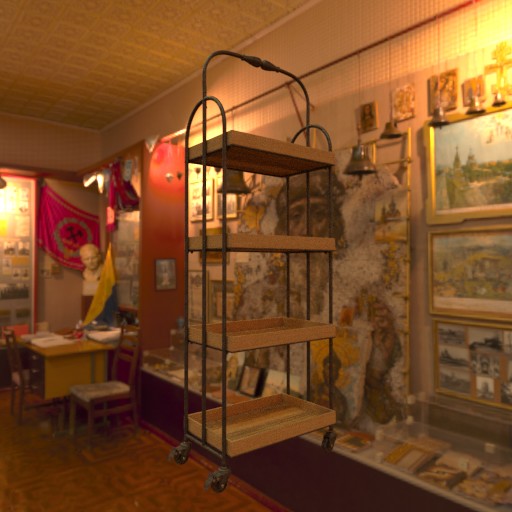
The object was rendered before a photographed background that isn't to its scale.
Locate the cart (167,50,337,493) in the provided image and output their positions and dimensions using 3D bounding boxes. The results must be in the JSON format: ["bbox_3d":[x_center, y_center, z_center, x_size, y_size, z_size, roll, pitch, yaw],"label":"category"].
[{"bbox_3d":[0.000,0.000,1.641,0.581,1.481,0.308,1,-1,-38],"label":"cart"}]
